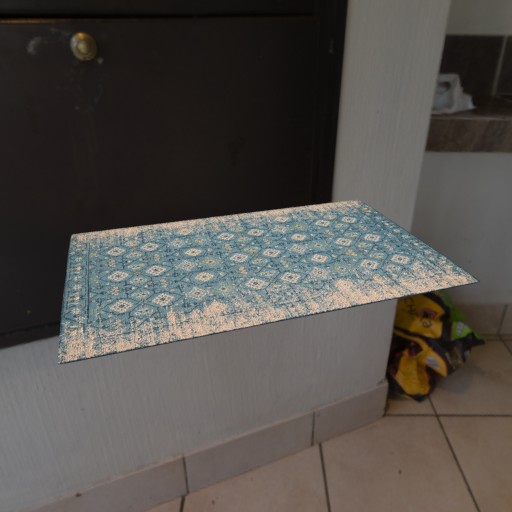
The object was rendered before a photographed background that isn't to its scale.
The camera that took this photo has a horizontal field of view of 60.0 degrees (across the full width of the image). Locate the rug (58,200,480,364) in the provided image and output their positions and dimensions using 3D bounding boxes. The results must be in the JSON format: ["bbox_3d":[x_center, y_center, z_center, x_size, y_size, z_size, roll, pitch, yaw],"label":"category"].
[{"bbox_3d":[0.000,0.000,2.223,1.795,0.008,1.102,-9,29,-16],"label":"rug"}]
